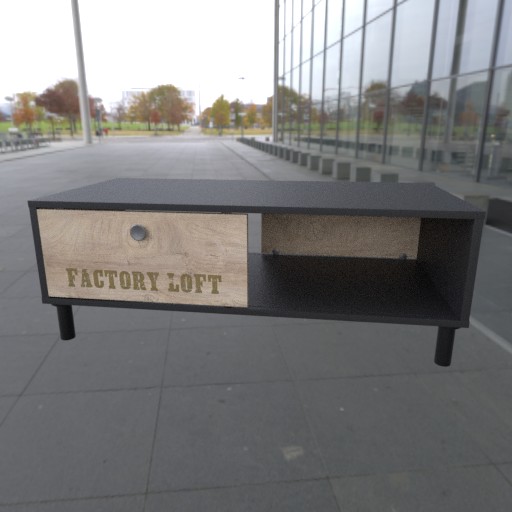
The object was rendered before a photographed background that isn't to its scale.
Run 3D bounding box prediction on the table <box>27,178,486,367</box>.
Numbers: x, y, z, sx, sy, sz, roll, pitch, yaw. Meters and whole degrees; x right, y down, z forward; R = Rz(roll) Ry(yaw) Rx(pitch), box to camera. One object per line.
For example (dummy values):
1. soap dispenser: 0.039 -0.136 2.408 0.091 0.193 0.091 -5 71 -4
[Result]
1. table: 0.000 0.000 1.359 1.100 0.400 0.550 2 16 8
